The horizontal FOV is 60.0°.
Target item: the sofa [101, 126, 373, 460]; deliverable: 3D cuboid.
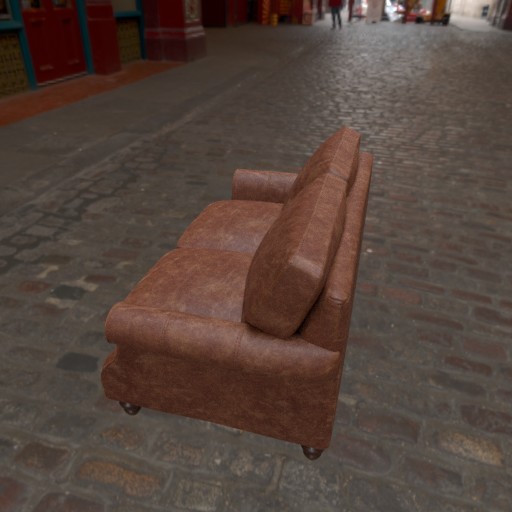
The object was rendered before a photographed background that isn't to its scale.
[{"bbox_3d":[0.000,0.000,2.190,0.990,0.967,1.616,8,32,13],"label":"sofa"}]
